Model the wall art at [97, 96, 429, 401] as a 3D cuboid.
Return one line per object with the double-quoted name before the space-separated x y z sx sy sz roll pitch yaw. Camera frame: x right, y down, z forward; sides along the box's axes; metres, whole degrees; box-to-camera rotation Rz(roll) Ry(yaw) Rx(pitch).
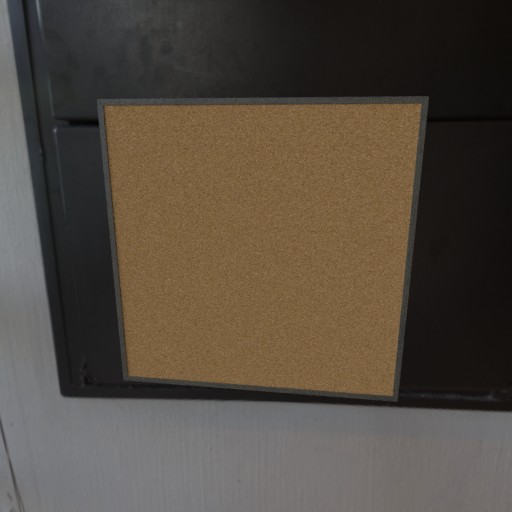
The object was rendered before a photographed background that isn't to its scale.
"wall art" 0.000 0.000 1.129 0.758 0.758 0.039 2 16 7
